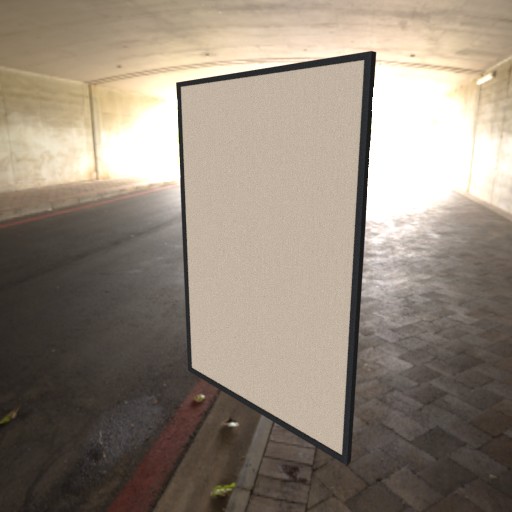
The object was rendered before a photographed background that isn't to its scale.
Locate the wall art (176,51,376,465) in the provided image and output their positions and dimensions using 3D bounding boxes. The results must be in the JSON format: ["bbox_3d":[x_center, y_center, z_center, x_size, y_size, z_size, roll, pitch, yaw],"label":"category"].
[{"bbox_3d":[0.000,0.000,0.841,0.013,0.657,0.457,-14,20,-43],"label":"wall art"}]
